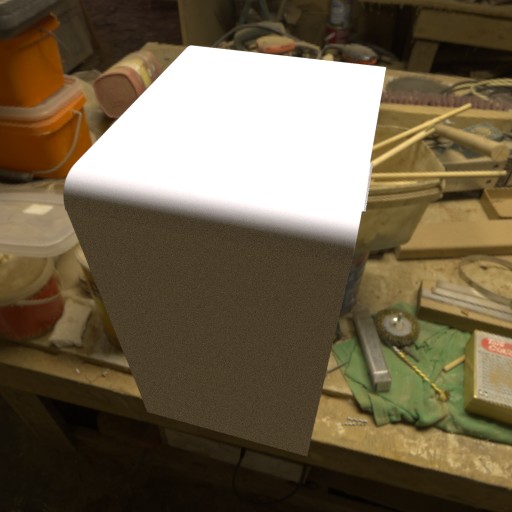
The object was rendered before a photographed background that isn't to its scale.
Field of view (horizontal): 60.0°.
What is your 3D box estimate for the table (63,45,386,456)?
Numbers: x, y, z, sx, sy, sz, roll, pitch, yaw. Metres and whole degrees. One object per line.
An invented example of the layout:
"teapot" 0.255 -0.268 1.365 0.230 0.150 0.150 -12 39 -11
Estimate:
"table" 0.000 0.000 0.834 0.350 0.590 0.450 11 47 11
